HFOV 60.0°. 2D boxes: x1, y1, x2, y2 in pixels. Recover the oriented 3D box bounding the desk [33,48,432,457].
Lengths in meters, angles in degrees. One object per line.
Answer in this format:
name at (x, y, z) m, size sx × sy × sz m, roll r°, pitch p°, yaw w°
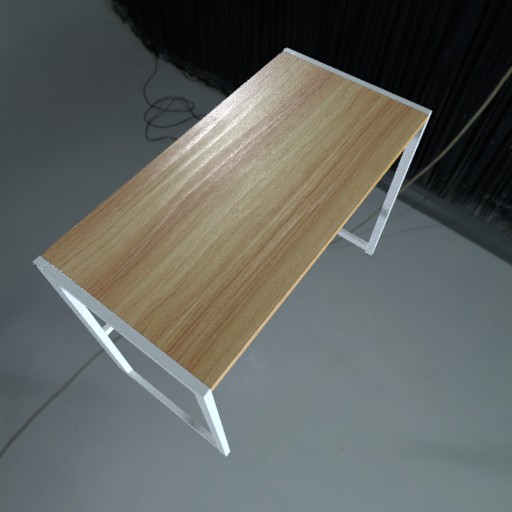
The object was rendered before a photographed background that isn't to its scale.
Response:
desk at (0.000, 0.000, 1.460) m, size 0.508 × 0.762 × 1.016 m, roll 32°, pitch 63°, yaw 19°
